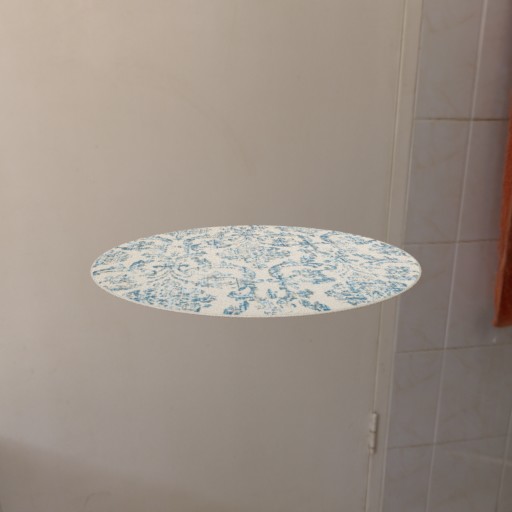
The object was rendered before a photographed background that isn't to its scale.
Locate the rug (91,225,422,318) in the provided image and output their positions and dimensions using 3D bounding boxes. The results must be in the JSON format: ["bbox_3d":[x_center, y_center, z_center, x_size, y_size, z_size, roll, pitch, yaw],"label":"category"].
[{"bbox_3d":[0.000,0.000,2.267,1.593,0.012,1.593,0,15,0],"label":"rug"}]
